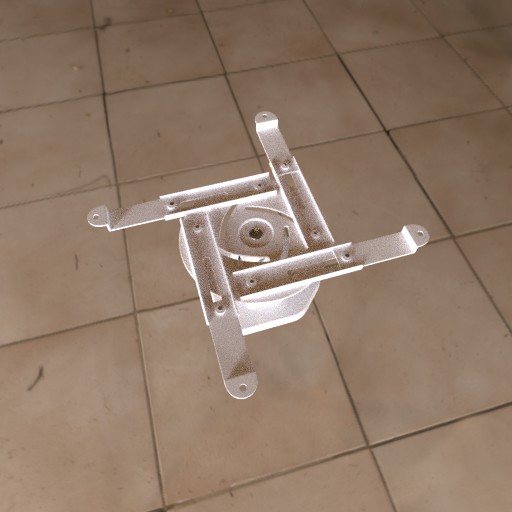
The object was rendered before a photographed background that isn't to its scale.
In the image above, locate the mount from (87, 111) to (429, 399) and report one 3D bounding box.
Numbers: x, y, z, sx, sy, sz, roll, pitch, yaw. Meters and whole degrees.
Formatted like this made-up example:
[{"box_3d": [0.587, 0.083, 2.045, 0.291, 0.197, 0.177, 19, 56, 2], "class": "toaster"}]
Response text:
[{"box_3d": [0.000, 0.000, 0.602, 0.394, 0.141, 0.394, -14, 59, -9], "class": "mount"}]
